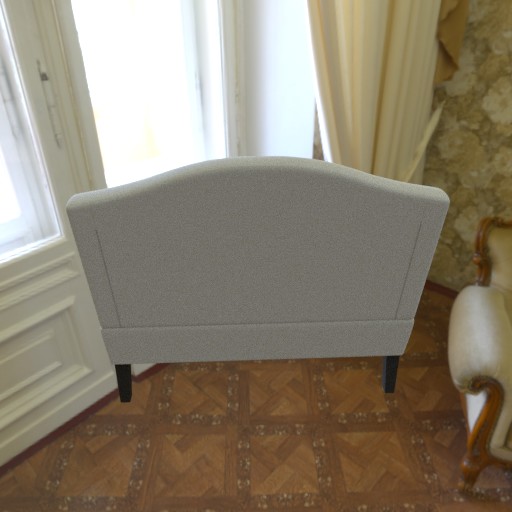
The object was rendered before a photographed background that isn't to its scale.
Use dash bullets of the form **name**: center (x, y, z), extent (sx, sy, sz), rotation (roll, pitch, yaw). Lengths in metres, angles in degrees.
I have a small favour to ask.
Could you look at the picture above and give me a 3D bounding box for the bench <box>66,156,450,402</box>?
- **bench**: center (0.000, 0.000, 2.068), extent (1.335, 1.180, 0.815), rotation (-1, 31, -2)
